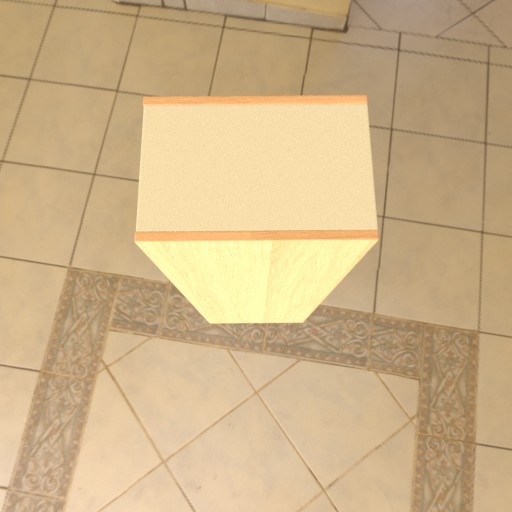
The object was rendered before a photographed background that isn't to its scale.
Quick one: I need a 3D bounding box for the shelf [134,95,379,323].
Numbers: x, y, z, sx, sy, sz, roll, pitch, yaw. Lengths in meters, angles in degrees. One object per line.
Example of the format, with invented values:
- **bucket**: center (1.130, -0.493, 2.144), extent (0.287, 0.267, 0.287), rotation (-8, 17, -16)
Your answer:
- **shelf**: center (0.000, 0.000, 0.976), extent (0.290, 0.882, 0.197), rotation (0, 75, 0)
